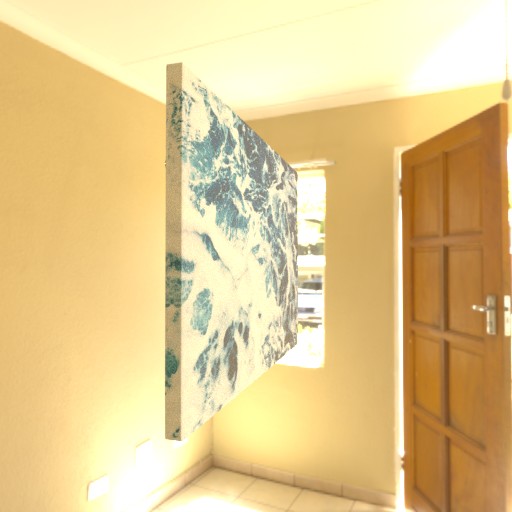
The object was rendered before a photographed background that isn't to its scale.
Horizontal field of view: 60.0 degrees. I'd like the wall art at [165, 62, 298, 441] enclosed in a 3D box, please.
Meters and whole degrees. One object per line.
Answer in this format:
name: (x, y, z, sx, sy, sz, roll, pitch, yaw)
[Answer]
wall art: (0.000, 0.000, 1.914, 0.055, 1.017, 1.524, 0, -1, 17)
